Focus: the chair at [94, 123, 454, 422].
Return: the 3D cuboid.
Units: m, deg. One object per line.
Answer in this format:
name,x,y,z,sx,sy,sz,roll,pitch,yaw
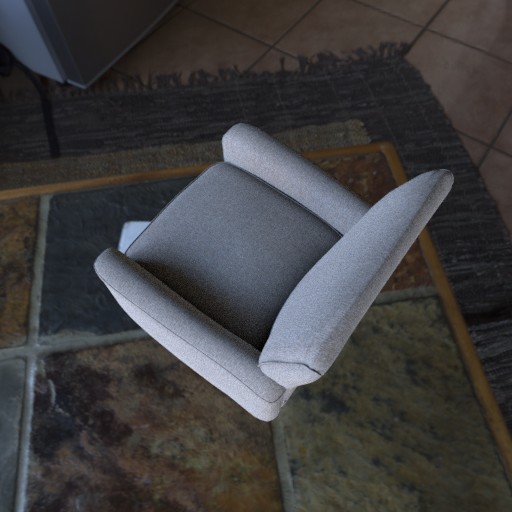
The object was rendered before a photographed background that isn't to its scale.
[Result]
chair,0.000,0.000,1.596,0.864,1.014,0.848,34,68,16
